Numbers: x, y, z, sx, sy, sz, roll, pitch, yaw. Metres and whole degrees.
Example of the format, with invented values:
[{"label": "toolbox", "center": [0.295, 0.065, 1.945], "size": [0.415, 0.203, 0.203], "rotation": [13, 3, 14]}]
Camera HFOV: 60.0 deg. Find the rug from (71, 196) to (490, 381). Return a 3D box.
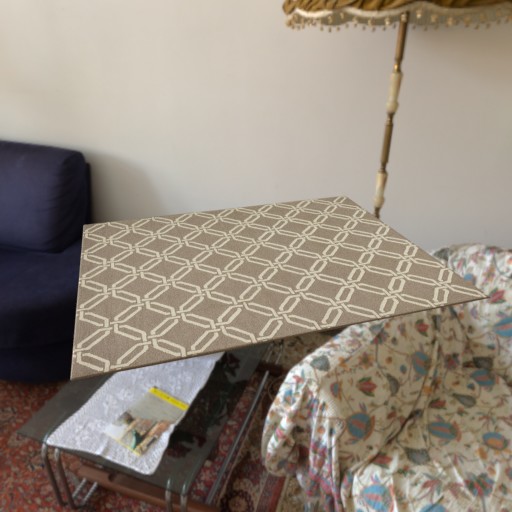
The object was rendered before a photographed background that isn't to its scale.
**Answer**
[{"label": "rug", "center": [0.000, 0.000, 3.842], "size": [2.895, 0.018, 2.288], "rotation": [-8, 29, -15]}]
